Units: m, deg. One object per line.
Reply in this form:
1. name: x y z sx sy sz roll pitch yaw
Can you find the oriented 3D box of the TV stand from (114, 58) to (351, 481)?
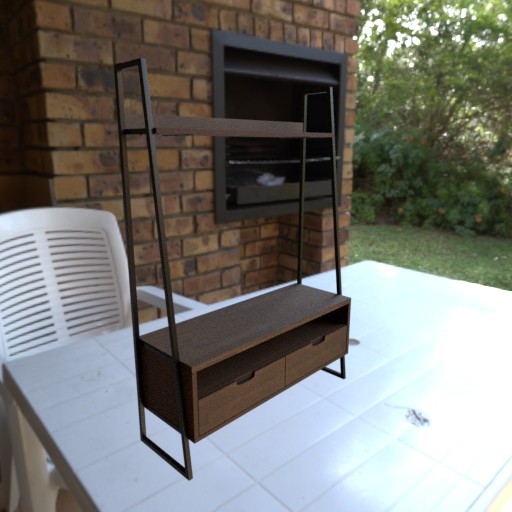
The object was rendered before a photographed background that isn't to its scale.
1. TV stand: 0.000 0.000 2.322 0.432 1.772 1.250 13 19 43
